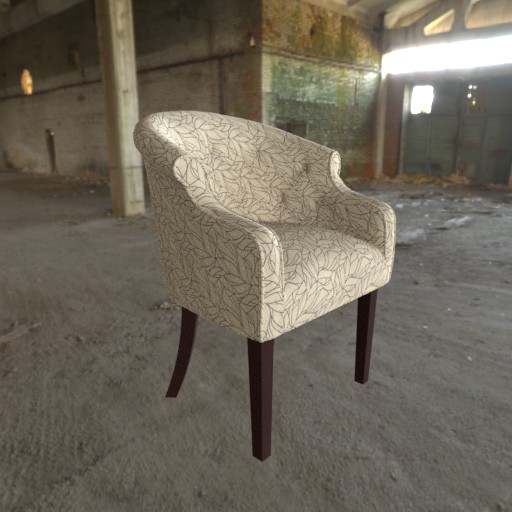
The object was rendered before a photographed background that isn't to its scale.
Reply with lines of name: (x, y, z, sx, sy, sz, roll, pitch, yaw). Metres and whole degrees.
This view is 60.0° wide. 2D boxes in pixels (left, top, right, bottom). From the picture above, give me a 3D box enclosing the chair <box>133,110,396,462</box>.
chair: (0.000, 0.000, 1.341, 0.613, 0.858, 0.686, 13, 19, 41)
